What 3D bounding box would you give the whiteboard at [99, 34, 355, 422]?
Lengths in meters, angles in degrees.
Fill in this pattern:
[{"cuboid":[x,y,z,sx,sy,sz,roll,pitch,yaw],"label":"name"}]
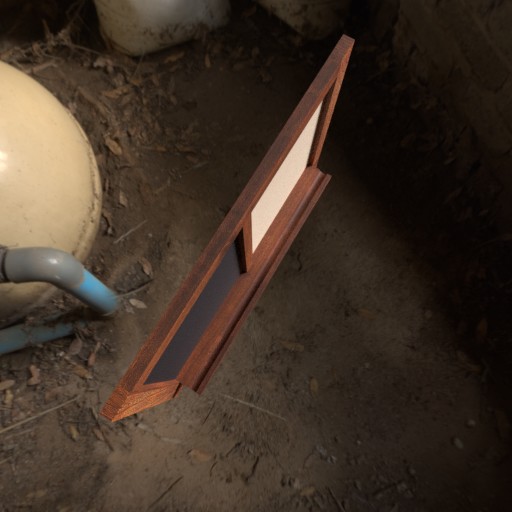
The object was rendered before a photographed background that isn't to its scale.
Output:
[{"cuboid":[0.000,0.000,0.999,0.083,0.553,0.768,30,78,7],"label":"whiteboard"}]
